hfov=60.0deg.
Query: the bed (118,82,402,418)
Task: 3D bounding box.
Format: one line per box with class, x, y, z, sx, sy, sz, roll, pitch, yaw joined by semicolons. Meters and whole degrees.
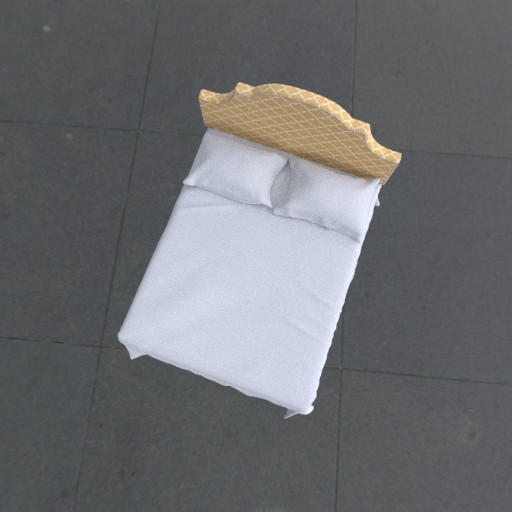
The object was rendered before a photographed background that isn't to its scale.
bed;0.000;0.000;3.480;1.780;1.633;2.222;20;77;5
